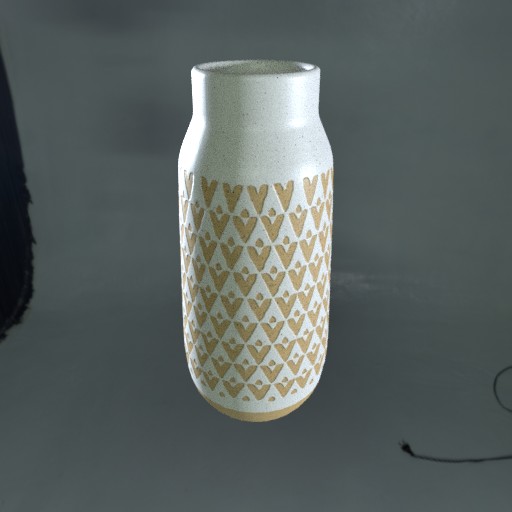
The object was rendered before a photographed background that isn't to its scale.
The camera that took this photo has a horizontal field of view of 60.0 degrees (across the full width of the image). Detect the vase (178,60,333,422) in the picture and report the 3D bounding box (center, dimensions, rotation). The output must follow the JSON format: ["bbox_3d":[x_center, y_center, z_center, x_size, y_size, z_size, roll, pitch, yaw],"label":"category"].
[{"bbox_3d":[0.000,0.000,0.387,0.137,0.307,0.137,0,29,0],"label":"vase"}]
